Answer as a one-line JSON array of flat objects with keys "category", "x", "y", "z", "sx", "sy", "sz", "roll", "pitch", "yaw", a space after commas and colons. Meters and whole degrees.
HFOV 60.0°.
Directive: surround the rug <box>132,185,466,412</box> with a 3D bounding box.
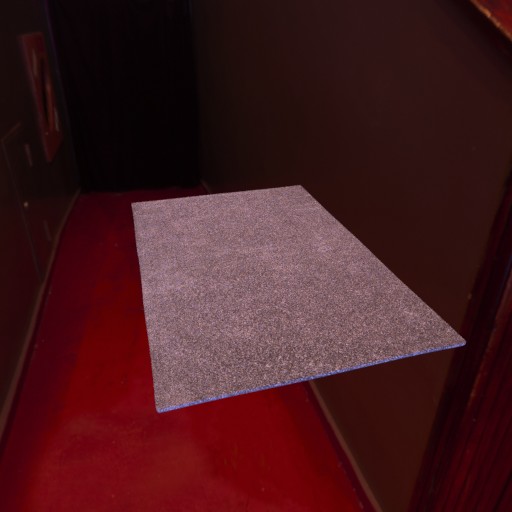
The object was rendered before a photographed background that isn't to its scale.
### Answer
[{"category": "rug", "x": 0.000, "y": 0.000, "z": 3.519, "sx": 1.802, "sy": 0.026, "sz": 2.699, "roll": -8, "pitch": 31, "yaw": -14}]
